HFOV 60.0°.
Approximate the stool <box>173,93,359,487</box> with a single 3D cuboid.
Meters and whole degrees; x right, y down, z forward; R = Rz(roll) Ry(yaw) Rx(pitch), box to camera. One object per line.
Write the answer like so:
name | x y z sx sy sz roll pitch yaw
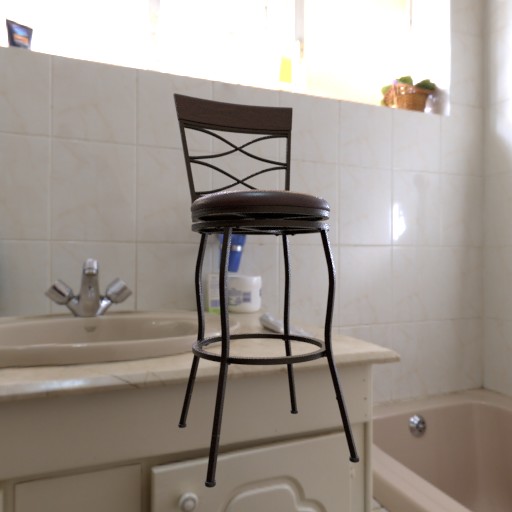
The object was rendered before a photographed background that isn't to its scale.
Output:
stool | 0.000 0.000 1.389 0.448 1.130 0.513 0 -1 -19
